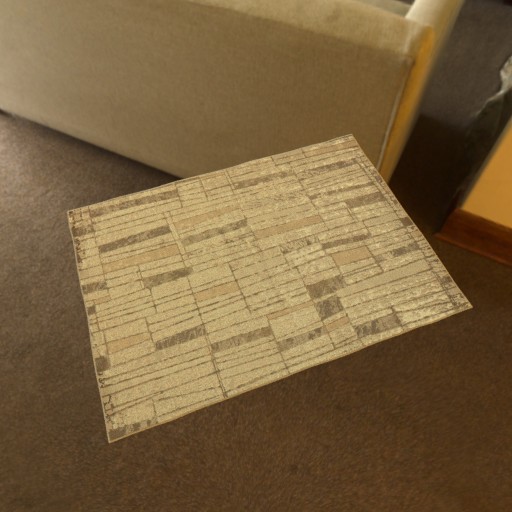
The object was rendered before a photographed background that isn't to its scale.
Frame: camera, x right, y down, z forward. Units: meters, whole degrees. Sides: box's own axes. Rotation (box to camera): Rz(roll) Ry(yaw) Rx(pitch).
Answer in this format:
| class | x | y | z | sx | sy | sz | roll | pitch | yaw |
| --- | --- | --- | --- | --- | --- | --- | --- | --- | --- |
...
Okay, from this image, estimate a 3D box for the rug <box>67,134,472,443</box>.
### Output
| class | x | y | z | sx | sy | sz | roll | pitch | yaw |
| --- | --- | --- | --- | --- | --- | --- | --- | --- | --- |
| rug | 0.000 | 0.000 | 4.375 | 3.357 | 0.019 | 2.449 | -17 | 59 | -11 |
